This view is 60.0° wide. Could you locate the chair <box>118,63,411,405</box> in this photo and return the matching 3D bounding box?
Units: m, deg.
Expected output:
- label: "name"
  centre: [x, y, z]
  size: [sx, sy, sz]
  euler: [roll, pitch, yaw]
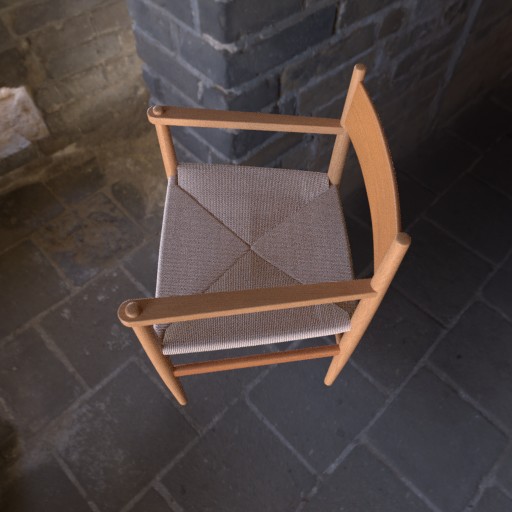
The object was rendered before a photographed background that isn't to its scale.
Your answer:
- label: "chair"
  centre: [0.000, 0.000, 1.112]
  size: [0.495, 0.762, 0.556]
  euler: [-1, 58, -1]
